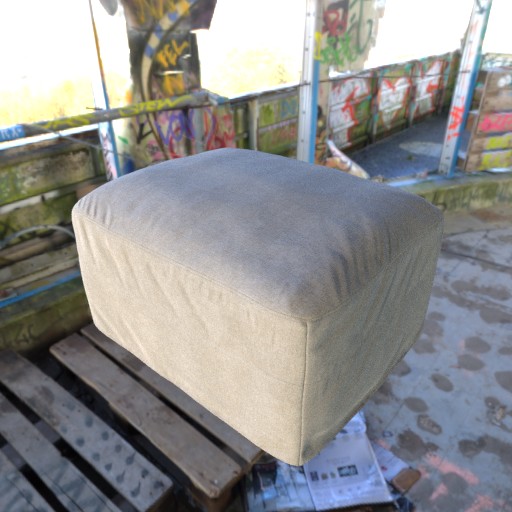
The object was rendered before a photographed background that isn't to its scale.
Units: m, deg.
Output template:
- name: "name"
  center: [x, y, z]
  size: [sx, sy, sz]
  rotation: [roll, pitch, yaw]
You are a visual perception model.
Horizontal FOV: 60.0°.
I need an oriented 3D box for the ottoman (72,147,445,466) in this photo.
- name: "ottoman"
  center: [0.000, 0.000, 1.254]
  size: [0.837, 0.481, 0.683]
  rotation: [23, 37, 34]
